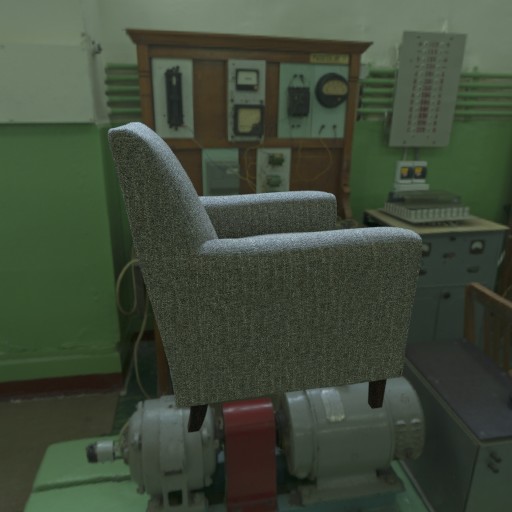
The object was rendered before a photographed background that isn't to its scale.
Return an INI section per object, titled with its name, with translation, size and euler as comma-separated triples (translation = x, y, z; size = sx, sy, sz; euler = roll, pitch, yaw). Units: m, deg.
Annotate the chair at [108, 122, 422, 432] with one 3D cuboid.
[chair]
translation = 0.000, 0.000, 1.622
size = 0.873, 0.928, 0.864
euler = -4, 18, -12
